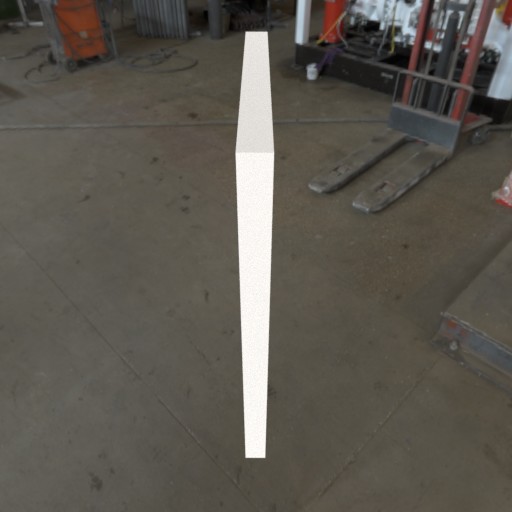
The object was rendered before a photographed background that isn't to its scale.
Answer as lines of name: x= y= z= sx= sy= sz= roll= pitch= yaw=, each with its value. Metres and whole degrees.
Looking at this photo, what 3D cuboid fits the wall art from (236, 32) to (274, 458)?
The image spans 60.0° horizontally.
wall art: x=0.000 y=0.000 z=0.826 sx=0.038 sy=0.657 sz=0.450 roll=0 pitch=41 yaw=0
